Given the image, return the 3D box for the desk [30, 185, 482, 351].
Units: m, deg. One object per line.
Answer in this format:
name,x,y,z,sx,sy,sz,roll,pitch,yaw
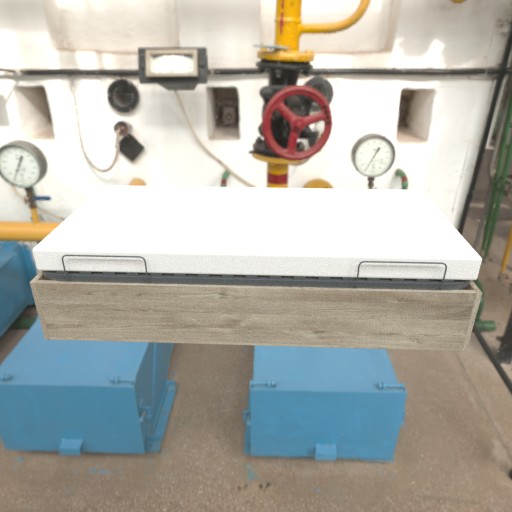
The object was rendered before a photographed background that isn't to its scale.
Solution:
desk,0.000,0.000,2.281,1.900,0.455,0.900,1,27,2
